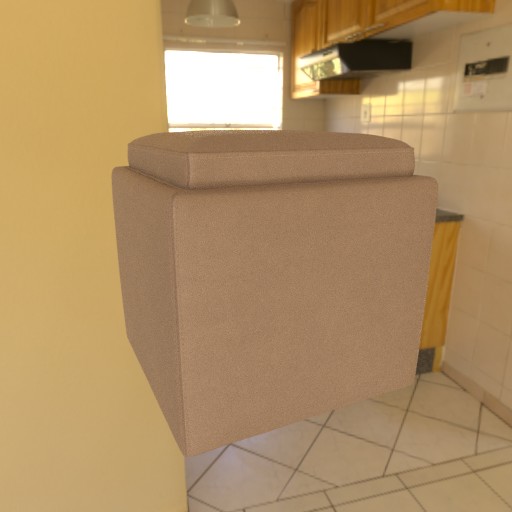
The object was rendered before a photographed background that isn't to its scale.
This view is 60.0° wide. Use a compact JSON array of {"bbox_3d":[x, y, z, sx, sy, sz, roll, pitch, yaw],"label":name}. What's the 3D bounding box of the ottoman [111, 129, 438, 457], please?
[{"bbox_3d":[0.000,0.000,0.838,0.450,0.460,0.451,-8,18,-25],"label":"ottoman"}]
